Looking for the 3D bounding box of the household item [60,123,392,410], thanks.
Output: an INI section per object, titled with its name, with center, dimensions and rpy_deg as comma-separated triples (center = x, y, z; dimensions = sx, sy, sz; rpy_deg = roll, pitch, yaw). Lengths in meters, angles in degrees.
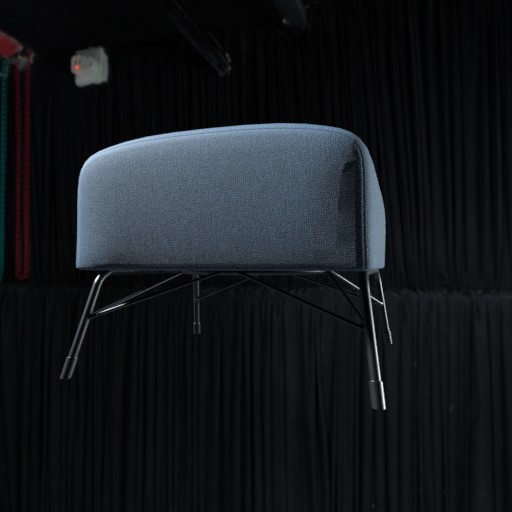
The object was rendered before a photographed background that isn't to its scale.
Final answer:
[household item]
center = 0.000, 0.000, 0.920
dimensions = 0.530, 0.420, 0.530
rpy_deg = 0, -1, 18
